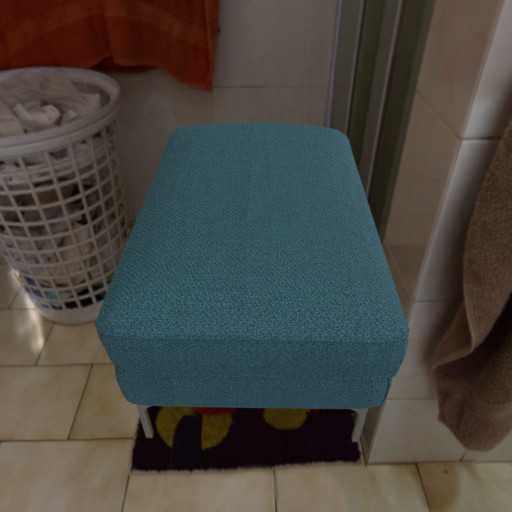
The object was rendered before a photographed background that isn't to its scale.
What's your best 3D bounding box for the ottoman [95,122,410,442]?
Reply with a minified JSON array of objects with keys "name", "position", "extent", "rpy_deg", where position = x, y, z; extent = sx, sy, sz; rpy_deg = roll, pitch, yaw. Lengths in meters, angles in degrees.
[{"name":"ottoman","position":[0.000,0.000,1.185],"extent":[0.563,0.498,0.856],"rpy_deg":[1,40,1]}]
